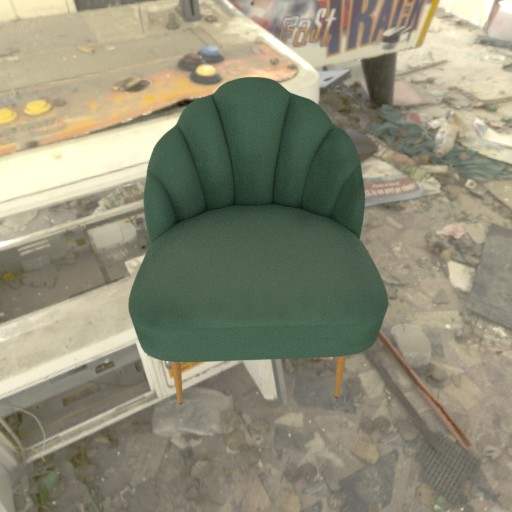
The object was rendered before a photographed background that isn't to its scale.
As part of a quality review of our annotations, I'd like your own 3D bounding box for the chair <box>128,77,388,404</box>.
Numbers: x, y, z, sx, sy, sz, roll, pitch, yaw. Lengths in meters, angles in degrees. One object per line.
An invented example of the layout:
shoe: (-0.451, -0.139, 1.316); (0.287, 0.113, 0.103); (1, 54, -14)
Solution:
chair: (0.000, 0.000, 1.299); (0.657, 0.819, 0.599); (-2, 44, -2)
